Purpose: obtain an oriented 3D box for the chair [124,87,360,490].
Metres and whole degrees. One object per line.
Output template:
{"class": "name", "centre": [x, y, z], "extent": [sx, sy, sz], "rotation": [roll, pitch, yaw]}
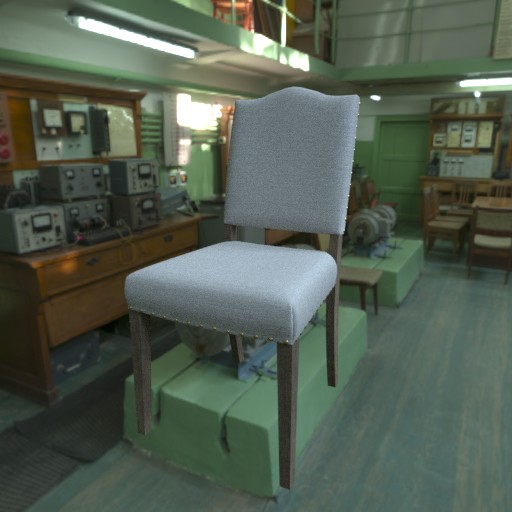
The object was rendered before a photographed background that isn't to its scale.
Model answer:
{"class": "chair", "centre": [0.000, 0.000, 1.351], "extent": [0.508, 1.020, 0.620], "rotation": [7, 17, 26]}
